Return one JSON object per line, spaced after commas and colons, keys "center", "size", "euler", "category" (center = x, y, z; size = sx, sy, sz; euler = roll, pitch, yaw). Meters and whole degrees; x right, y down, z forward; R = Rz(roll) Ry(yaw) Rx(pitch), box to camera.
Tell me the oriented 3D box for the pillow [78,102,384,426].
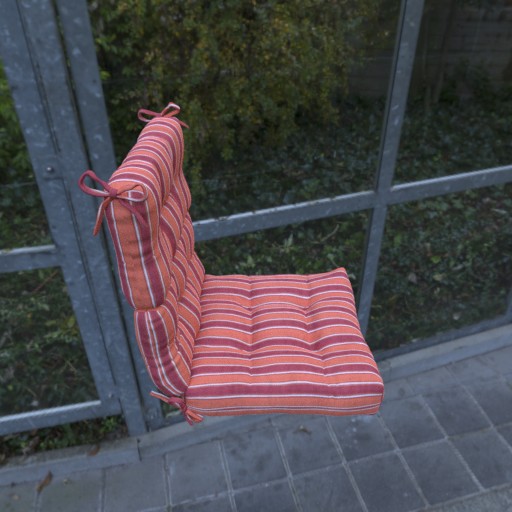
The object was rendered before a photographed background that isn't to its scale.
{"center": [0.000, 0.000, 1.042], "size": [0.571, 0.605, 0.519], "euler": [0, 32, -1], "category": "pillow"}
